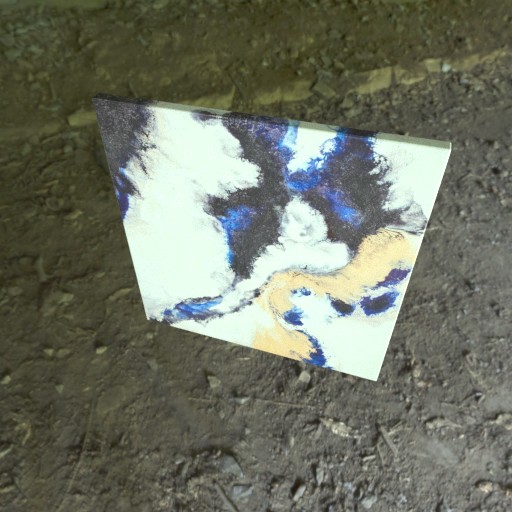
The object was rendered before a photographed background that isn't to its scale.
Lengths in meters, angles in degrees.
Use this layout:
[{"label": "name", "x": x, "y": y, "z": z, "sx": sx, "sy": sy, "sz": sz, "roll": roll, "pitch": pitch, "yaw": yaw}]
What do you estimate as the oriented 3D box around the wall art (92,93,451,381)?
[{"label": "wall art", "x": 0.000, "y": 0.000, "z": 1.353, "sx": 0.887, "sy": 0.885, "sz": 0.038, "roll": 12, "pitch": 43, "yaw": 13}]
